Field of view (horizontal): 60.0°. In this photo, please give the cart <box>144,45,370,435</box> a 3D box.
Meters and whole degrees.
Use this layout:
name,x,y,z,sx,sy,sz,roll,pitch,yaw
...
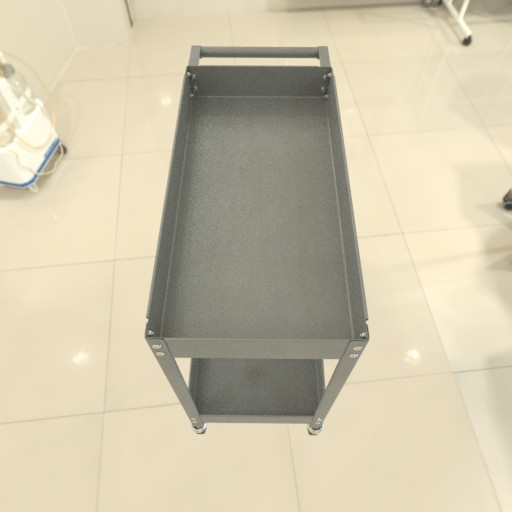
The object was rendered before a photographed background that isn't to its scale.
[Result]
name,x,y,z,sx,sy,sz,roll,pitch,yaw
cart,0.000,0.000,1.162,0.366,0.719,0.779,0,57,0
